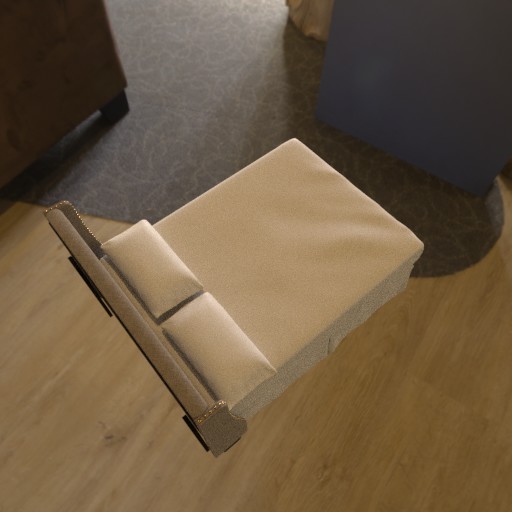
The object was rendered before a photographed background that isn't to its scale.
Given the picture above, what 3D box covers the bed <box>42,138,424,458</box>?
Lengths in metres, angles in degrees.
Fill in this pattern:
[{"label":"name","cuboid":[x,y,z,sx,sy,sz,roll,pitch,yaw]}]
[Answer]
[{"label":"bed","cuboid":[0.000,0.000,3.401,2.237,1.407,1.710,-36,66,-19]}]
